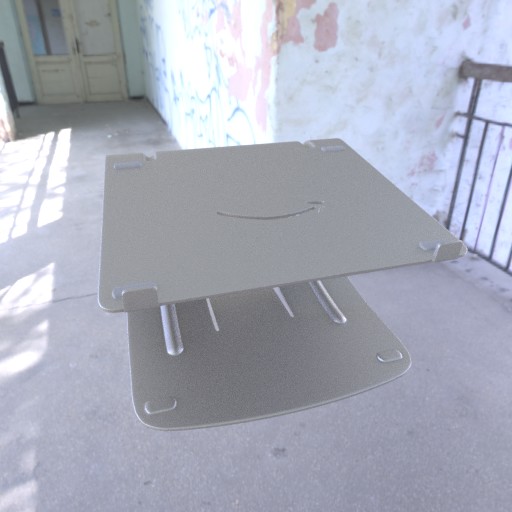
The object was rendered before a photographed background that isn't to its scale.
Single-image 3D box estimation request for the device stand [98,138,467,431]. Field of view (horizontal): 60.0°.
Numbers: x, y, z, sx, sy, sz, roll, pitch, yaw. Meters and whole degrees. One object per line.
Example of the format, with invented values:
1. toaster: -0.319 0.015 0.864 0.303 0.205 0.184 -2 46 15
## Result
1. device stand: 0.000 0.000 0.400 0.256 0.155 0.236 -8 29 -15
